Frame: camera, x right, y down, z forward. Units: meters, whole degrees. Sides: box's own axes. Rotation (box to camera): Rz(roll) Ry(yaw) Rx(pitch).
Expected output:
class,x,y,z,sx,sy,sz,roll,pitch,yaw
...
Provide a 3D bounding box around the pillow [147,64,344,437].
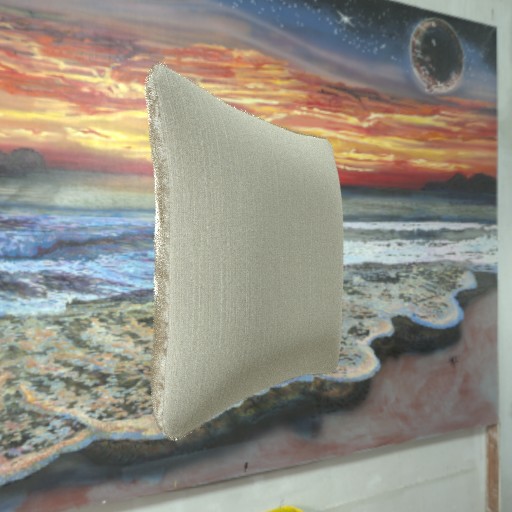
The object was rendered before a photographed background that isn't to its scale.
class,x,y,z,sx,sy,sz,roll,pitch,yaw
pillow,0.000,0.000,0.811,0.216,0.525,0.538,0,0,37
